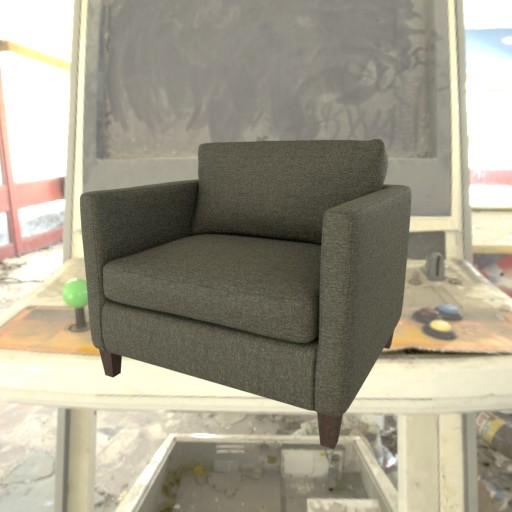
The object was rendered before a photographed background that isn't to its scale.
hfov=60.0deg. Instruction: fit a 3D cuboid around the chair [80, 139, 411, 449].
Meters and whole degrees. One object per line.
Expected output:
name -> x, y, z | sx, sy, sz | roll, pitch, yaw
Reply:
chair -> 0.000, 0.000, 1.882 | 1.107, 0.963, 0.959 | 7, 16, 27
